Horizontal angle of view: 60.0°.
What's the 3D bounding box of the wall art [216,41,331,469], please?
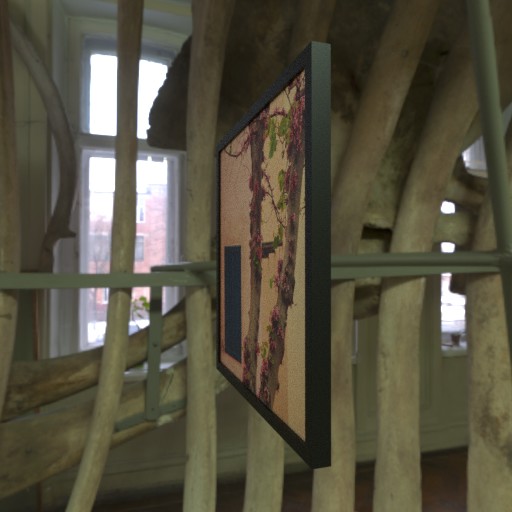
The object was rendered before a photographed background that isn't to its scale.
[{"bbox_3d":[0.000,0.000,1.156,0.038,0.762,0.762,0,0,-18],"label":"wall art"}]
